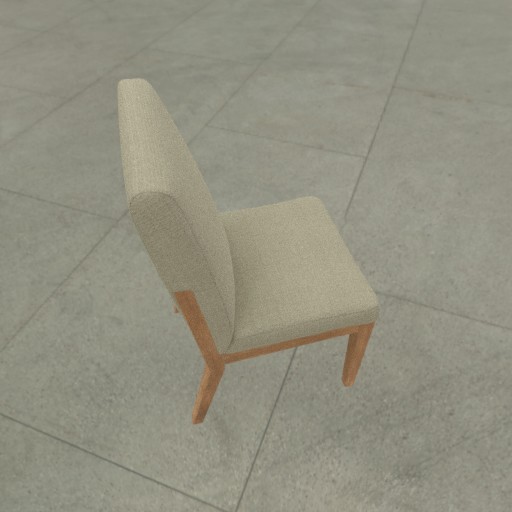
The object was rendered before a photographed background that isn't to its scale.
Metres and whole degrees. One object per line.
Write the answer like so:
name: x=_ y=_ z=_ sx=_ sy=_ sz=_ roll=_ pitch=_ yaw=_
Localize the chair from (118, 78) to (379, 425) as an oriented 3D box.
chair: x=0.000 y=0.000 z=1.273 sx=0.586 sy=0.911 sz=0.507 roll=-10 pitch=47 yaw=-10
